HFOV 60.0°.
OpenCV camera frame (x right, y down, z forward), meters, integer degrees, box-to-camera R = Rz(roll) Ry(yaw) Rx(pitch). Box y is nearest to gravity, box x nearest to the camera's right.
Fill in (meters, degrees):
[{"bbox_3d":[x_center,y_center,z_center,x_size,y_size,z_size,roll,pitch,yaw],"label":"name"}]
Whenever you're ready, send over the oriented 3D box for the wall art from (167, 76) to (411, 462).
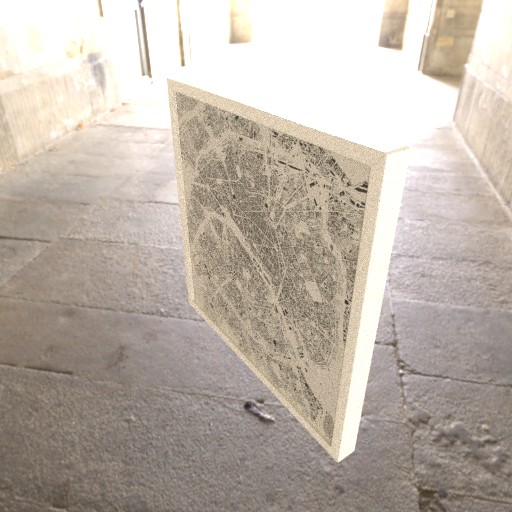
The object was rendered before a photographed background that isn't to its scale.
[{"bbox_3d":[0.000,0.000,0.760,0.038,0.508,0.508,-20,37,-29],"label":"wall art"}]
